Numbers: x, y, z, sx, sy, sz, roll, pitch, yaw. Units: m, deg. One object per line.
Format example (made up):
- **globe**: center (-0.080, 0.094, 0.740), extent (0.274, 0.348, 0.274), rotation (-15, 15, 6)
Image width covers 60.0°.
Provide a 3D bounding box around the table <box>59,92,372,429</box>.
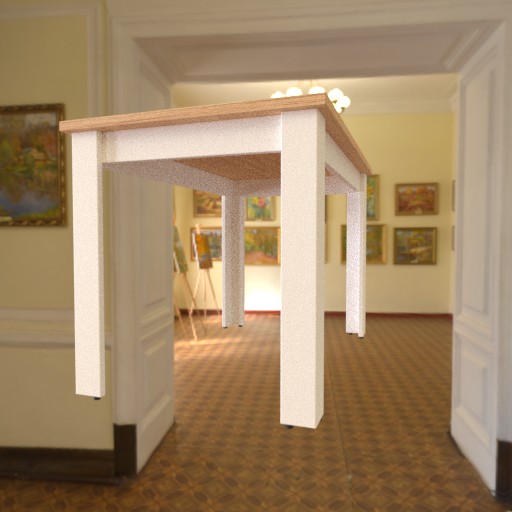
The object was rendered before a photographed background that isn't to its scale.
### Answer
- **table**: center (0.000, 0.000, 1.571), extent (0.700, 0.734, 1.100), rotation (1, 2, 20)
